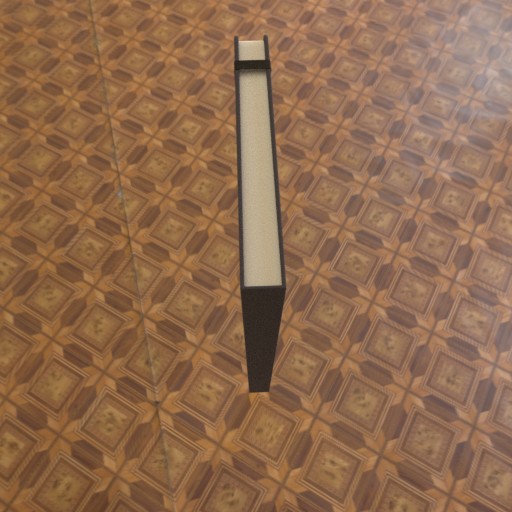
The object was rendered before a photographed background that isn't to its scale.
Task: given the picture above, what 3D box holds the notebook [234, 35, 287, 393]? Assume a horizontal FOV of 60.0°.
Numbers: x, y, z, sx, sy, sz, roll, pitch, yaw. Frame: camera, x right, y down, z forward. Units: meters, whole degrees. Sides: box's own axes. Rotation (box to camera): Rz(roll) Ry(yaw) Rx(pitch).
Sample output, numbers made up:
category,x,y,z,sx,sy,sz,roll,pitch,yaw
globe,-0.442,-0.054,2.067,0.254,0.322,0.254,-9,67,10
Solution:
category,x,y,z,sx,sy,sz,roll,pitch,yaw
notebook,0.000,0.000,0.268,0.016,0.213,0.127,-2,64,-1
